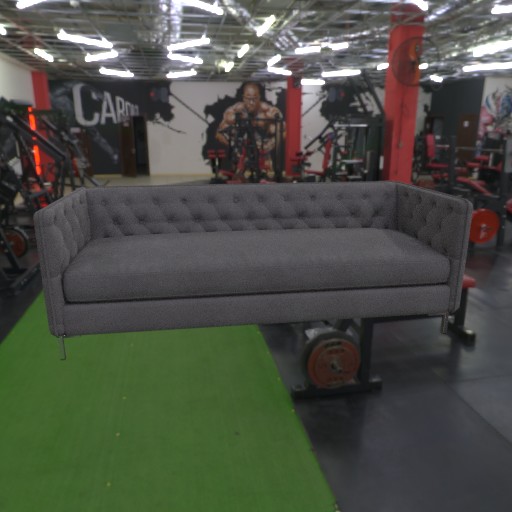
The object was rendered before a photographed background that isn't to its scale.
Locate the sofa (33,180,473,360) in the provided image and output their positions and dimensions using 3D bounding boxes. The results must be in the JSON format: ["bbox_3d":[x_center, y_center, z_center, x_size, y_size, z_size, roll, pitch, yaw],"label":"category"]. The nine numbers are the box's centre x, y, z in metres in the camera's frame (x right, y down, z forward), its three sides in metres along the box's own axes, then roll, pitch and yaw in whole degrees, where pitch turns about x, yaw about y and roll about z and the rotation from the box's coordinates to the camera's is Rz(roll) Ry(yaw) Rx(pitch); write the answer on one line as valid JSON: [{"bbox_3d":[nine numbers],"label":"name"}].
[{"bbox_3d":[0.000,0.000,2.654,2.209,0.771,0.895,-2,16,-8],"label":"sofa"}]
